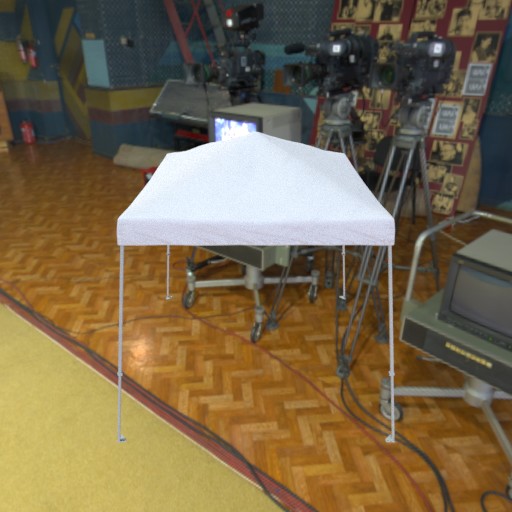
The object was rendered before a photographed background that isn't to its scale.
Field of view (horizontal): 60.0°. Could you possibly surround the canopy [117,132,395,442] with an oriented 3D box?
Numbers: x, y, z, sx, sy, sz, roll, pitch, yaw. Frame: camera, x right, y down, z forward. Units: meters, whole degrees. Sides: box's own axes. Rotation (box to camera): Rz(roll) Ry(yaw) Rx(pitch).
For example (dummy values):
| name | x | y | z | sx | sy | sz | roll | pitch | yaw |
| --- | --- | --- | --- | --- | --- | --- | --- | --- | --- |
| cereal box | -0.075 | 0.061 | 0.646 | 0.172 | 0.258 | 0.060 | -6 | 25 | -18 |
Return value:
| name | x | y | z | sx | sy | sz | roll | pitch | yaw |
| --- | --- | --- | --- | --- | --- | --- | --- | --- | --- |
| canopy | 0.000 | 0.000 | 5.189 | 2.849 | 2.850 | 2.850 | 0 | 26 | 0 |
